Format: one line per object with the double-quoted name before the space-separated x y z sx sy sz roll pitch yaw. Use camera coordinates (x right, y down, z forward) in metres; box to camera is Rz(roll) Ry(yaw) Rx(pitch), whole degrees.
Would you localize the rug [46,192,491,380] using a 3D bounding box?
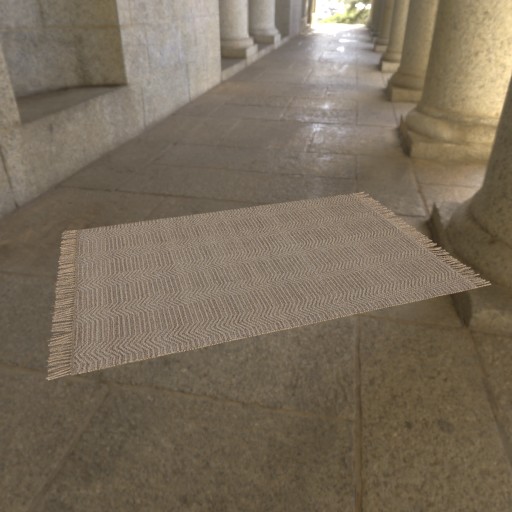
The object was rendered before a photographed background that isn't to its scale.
"rug" 0.000 0.000 2.966 2.523 0.034 1.528 -9 32 -15
